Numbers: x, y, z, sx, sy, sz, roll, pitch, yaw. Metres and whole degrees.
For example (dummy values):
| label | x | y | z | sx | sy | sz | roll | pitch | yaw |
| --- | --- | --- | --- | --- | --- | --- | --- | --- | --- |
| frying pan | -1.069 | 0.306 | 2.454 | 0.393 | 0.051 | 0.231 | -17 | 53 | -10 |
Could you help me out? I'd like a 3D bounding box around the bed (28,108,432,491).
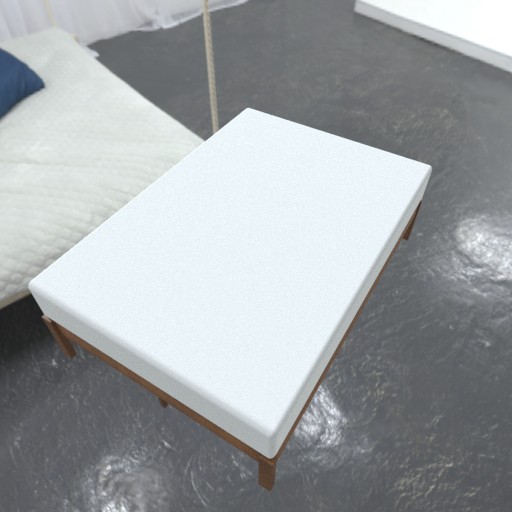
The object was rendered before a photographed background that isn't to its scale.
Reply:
| label | x | y | z | sx | sy | sz | roll | pitch | yaw |
| --- | --- | --- | --- | --- | --- | --- | --- | --- | --- |
| bed | 0.000 | 0.000 | 2.584 | 1.348 | 0.616 | 1.927 | 25 | 52 | 21 |
